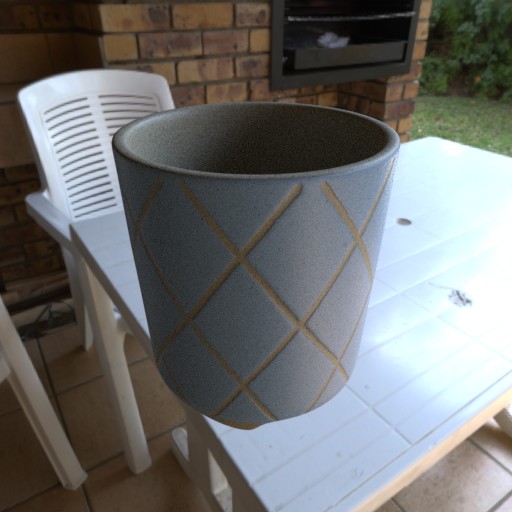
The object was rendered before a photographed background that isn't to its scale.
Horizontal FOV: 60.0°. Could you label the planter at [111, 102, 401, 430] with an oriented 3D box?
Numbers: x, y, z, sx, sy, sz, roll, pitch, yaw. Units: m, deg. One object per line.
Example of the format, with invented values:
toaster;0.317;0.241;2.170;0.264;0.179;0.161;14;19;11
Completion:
planter;0.000;0.000;0.352;0.191;0.200;0.191;0;30;0
